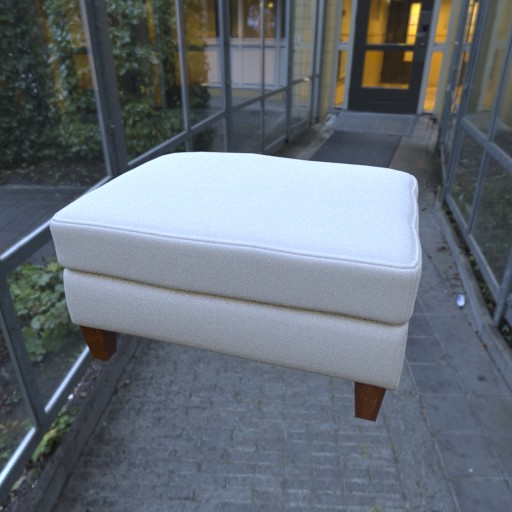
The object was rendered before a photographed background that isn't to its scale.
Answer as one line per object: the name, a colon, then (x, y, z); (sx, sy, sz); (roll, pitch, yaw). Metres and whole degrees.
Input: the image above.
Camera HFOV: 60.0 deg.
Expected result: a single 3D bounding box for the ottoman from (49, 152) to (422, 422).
ottoman: (0.000, 0.000, 1.233); (0.818, 0.479, 0.634); (8, 28, 15)
